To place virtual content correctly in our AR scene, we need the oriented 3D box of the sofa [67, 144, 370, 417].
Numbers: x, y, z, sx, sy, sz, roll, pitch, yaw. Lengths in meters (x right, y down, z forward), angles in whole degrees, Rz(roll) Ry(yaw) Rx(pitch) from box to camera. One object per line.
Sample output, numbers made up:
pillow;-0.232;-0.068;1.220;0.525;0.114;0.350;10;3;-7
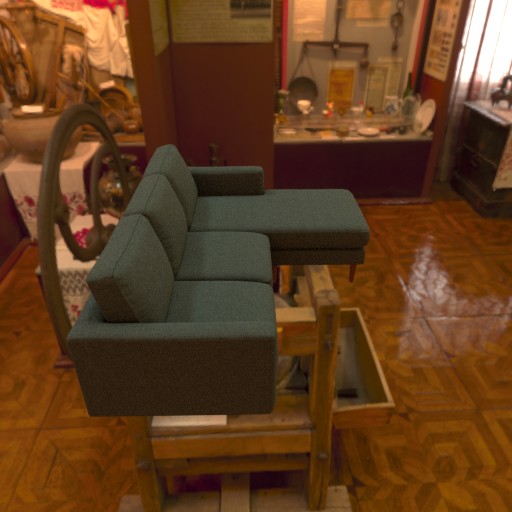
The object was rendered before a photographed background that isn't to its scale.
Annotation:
sofa;0.000;0.000;2.889;1.667;0.957;2.055;0;32;-1
